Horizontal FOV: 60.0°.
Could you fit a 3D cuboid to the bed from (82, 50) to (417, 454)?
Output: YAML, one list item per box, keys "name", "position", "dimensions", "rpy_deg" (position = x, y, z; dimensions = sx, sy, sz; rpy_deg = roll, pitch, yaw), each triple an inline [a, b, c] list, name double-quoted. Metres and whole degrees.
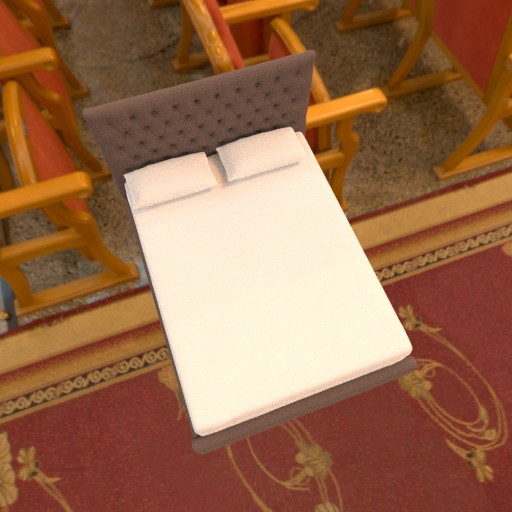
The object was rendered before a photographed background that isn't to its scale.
- name: "bed"
  position: [0.000, 0.000, 3.267]
  dimensions: [1.696, 1.426, 2.233]
  rpy_deg: [-18, 66, -8]
